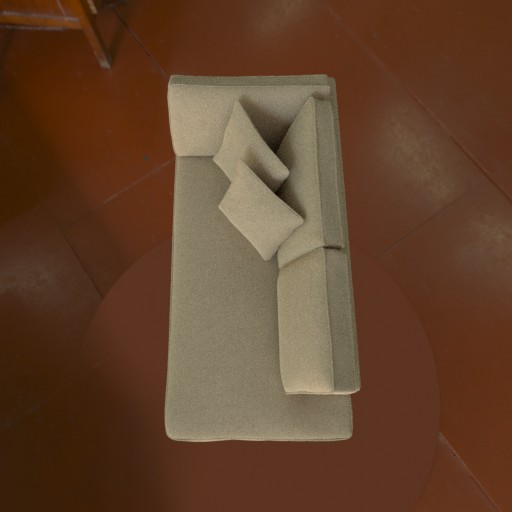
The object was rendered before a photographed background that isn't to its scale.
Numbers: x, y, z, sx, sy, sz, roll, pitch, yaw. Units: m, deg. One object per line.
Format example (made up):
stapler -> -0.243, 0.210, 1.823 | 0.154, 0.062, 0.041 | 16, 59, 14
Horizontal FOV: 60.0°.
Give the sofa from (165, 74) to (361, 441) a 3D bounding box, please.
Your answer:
sofa -> 0.000, 0.000, 2.862 | 1.110, 1.033, 2.237 | -1, 74, 0
